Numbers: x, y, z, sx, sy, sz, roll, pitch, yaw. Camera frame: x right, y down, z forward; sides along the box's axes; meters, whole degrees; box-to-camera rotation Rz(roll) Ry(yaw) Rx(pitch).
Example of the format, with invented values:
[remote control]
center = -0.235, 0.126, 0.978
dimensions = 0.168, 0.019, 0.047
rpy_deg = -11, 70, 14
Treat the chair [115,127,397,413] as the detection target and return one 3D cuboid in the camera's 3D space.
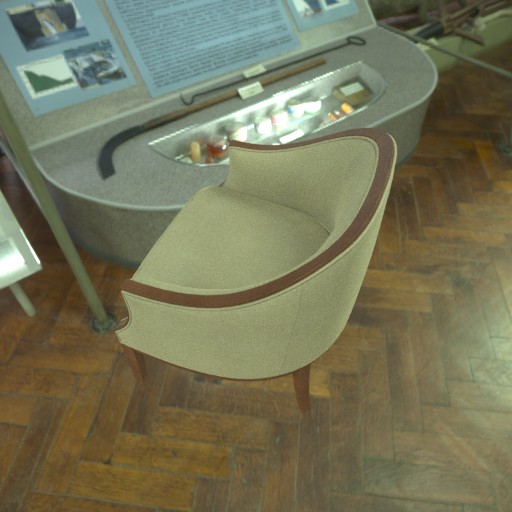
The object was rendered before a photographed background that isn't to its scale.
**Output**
[chair]
center = 0.000, 0.000, 1.511
dimensions = 0.735, 0.876, 0.803
rpy_deg = 16, 50, 14
